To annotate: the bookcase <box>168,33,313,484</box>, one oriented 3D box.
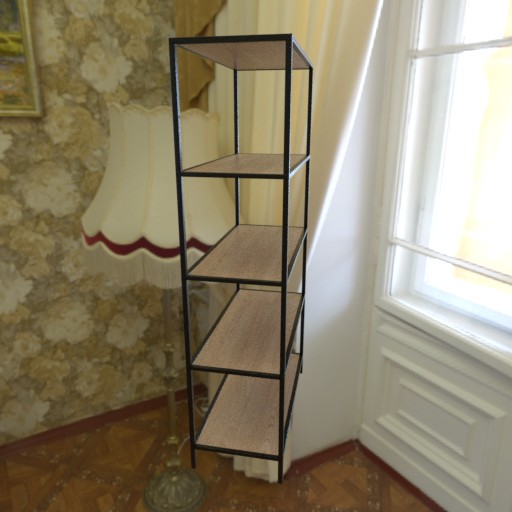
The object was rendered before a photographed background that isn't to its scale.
[{"bbox_3d":[0.000,0.000,1.797,0.350,1.500,0.770,3,18,11],"label":"bookcase"}]
